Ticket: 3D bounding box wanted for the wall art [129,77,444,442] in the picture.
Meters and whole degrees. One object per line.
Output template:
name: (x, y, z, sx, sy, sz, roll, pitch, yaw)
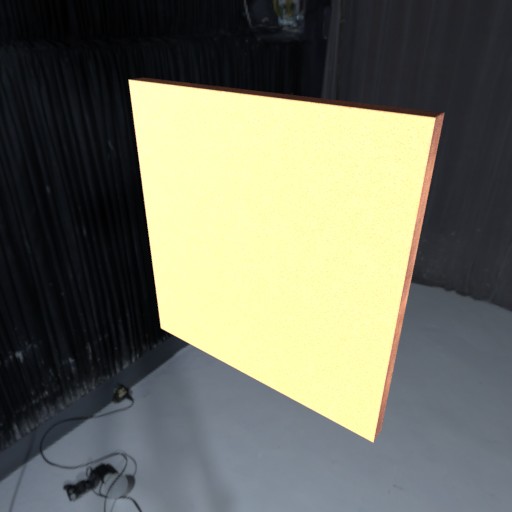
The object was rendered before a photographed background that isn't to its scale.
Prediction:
wall art: (0.000, 0.000, 0.819, 0.554, 0.572, 0.037, 20, 35, 31)
